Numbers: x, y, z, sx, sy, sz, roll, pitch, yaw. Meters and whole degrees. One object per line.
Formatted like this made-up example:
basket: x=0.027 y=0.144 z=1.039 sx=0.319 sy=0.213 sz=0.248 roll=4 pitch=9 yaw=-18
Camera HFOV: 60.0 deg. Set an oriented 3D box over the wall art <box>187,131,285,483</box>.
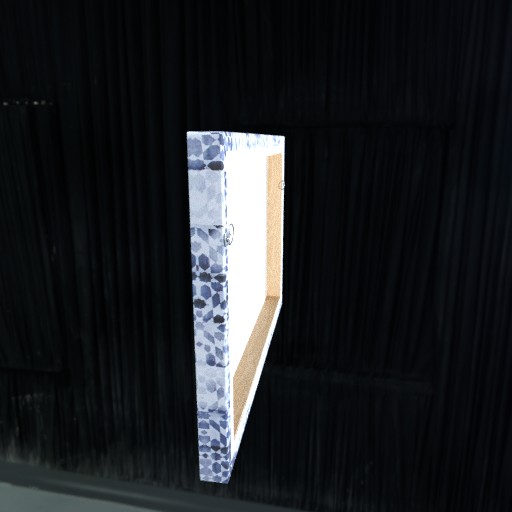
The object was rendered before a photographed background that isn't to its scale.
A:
wall art: x=0.000 y=0.000 z=1.154 sx=0.057 sy=0.608 sz=0.911 roll=2 pitch=15 yaw=9
